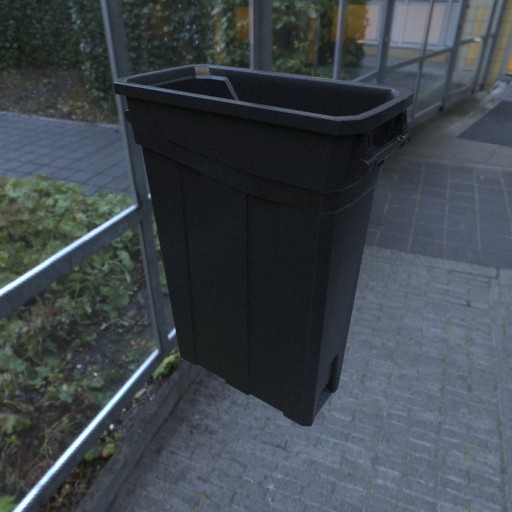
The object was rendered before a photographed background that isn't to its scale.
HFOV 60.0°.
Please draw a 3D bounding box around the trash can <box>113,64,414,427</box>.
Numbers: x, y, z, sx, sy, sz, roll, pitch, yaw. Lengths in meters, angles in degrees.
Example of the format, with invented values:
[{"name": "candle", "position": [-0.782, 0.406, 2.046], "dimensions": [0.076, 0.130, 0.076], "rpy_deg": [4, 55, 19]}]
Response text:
[{"name": "trash can", "position": [0.000, 0.000, 1.040], "dimensions": [0.559, 0.762, 0.281], "rpy_deg": [20, 37, 30]}]
